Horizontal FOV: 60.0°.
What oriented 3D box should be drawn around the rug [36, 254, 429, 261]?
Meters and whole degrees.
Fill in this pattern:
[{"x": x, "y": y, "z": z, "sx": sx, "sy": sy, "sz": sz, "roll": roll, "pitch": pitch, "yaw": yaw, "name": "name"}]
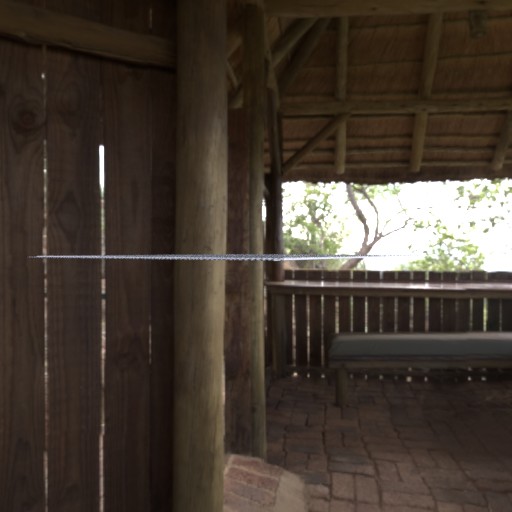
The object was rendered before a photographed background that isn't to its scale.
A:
[{"x": 0.000, "y": 0.000, "z": 3.946, "sx": 2.256, "sy": 0.013, "sz": 2.910, "roll": 0, "pitch": 1, "yaw": 35, "name": "rug"}]
